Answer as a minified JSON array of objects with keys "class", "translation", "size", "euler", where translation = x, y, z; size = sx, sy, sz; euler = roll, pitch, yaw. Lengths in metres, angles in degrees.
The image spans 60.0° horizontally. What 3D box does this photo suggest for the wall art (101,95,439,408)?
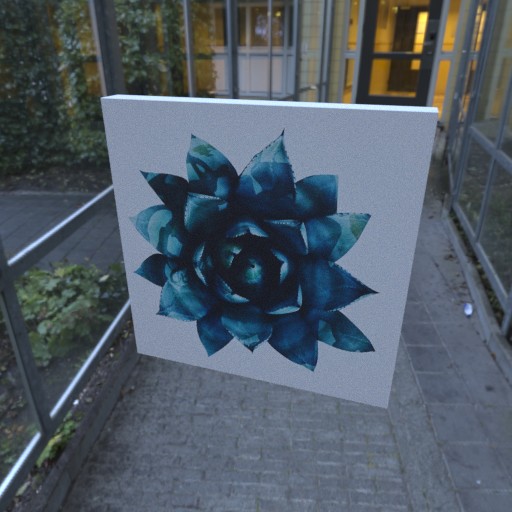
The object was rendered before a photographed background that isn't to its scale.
[{"class":"wall art","translation":[0.000,0.000,0.616],"size":[0.406,0.406,0.038],"euler":[8,27,16]}]
